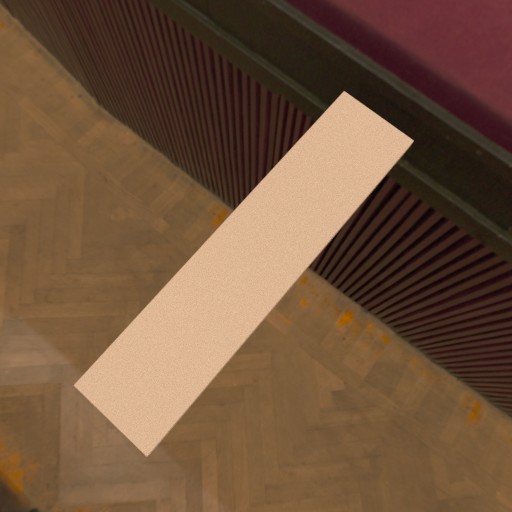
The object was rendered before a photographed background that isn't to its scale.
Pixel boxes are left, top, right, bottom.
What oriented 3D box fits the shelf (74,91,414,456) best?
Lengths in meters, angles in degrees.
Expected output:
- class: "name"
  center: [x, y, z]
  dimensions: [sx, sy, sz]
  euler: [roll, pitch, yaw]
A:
- class: "shelf"
  center: [0.000, 0.000, 0.666]
  dimensions: [0.140, 0.020, 0.610]
  euler: [40, 79, 9]
